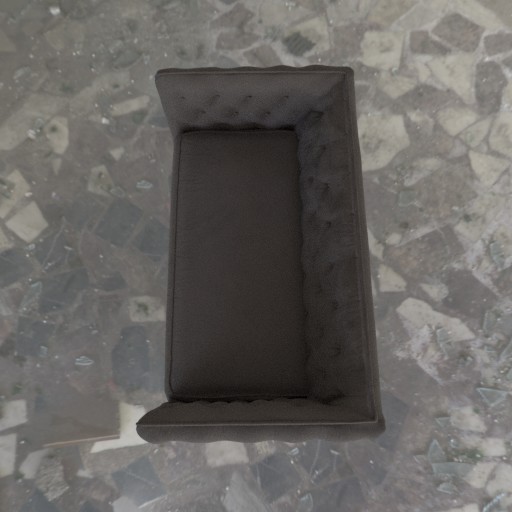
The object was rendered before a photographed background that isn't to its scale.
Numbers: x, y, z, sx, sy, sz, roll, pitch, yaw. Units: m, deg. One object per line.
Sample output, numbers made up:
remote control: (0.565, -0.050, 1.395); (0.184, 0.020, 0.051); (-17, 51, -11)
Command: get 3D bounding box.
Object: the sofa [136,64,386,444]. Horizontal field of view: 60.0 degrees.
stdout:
sofa: (0.000, 0.000, 2.120); (0.909, 0.810, 1.583); (-1, 75, 0)
